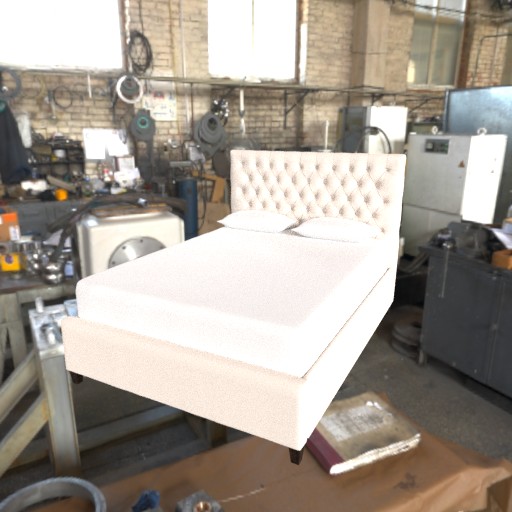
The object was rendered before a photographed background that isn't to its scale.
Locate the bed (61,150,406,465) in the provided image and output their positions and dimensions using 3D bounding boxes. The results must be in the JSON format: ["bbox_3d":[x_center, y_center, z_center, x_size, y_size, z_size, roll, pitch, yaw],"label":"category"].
[{"bbox_3d":[0.000,0.000,3.321,1.696,1.426,2.233,8,18,26],"label":"bed"}]
